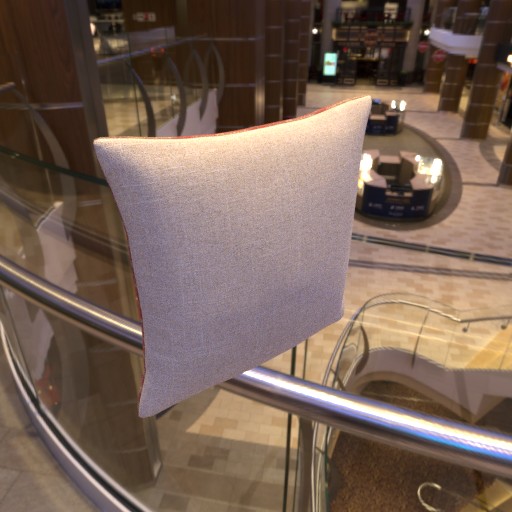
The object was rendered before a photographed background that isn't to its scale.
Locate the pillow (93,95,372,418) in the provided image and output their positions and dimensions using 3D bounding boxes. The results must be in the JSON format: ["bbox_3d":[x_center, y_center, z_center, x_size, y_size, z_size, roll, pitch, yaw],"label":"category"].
[{"bbox_3d":[0.000,0.000,0.798,0.511,0.503,0.182,-20,35,-31],"label":"pillow"}]
